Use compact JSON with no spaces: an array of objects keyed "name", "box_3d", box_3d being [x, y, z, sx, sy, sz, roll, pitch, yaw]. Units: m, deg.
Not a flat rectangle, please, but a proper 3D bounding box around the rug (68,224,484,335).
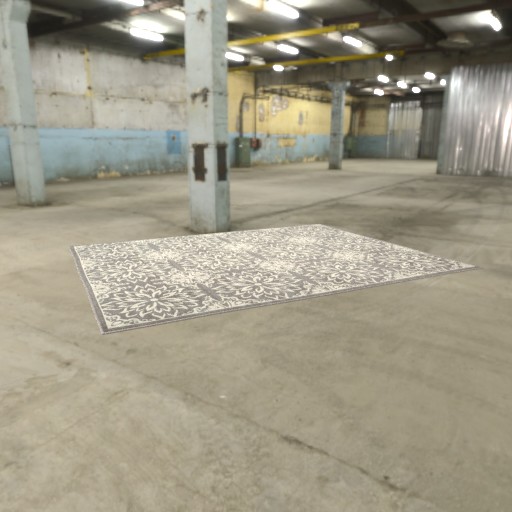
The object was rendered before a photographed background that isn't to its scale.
[{"name":"rug","box_3d":[0.000,0.000,3.999,2.980,0.012,2.363,-7,15,-26]}]
